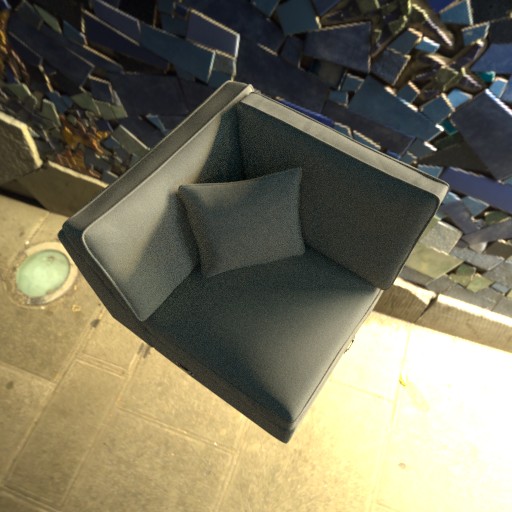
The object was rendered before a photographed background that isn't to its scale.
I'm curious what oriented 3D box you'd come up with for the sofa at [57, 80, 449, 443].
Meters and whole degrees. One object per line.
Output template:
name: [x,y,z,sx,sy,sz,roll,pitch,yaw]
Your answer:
sofa: [0.000,0.000,1.989,1.146,1.002,1.084,31,64,17]
